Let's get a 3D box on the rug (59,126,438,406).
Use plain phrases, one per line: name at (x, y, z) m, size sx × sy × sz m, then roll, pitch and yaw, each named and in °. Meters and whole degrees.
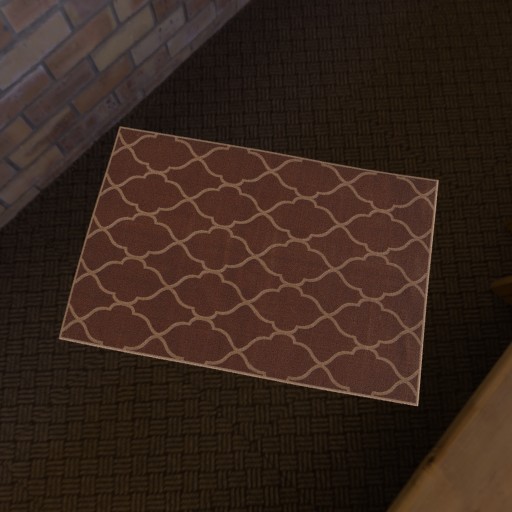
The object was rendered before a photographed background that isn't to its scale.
rug at (0.000, 0.000, 2.942) m, size 2.290 × 0.014 × 1.526 m, roll 10°, pitch 76°, yaw 2°
